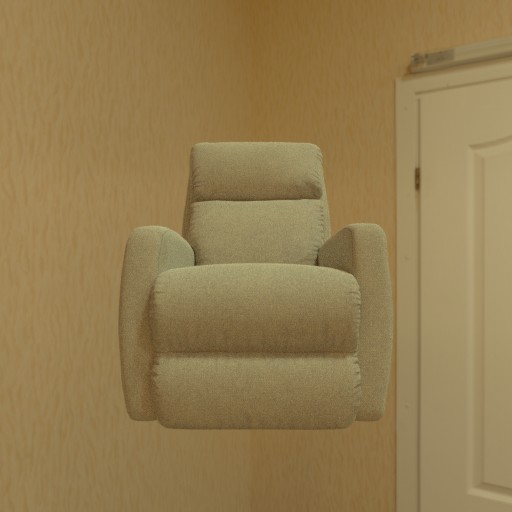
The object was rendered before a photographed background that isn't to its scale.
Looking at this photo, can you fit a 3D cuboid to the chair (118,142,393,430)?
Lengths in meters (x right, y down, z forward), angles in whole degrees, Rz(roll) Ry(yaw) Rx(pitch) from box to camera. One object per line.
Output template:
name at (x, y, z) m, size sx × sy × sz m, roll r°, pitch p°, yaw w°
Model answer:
chair at (0.000, 0.000, 1.667) m, size 0.794 × 1.021 × 0.940 m, roll 0°, pitch 0°, yaw 0°
